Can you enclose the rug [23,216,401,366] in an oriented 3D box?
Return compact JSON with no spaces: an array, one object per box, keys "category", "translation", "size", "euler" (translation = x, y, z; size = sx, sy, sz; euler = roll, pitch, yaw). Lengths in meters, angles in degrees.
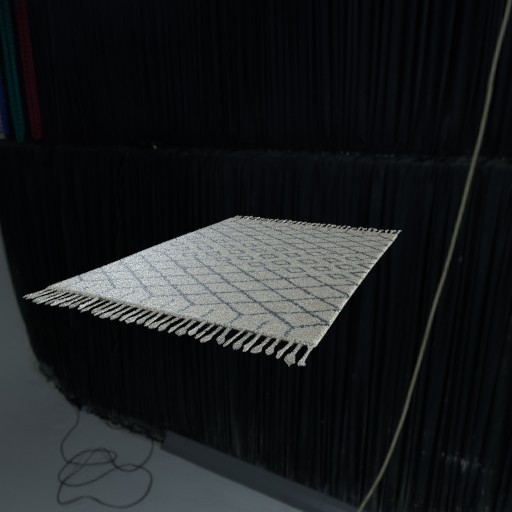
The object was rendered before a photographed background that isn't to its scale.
[{"category":"rug","translation":[0.000,0.000,3.203],"size":[1.664,0.029,2.615],"euler":[8,18,25]}]
